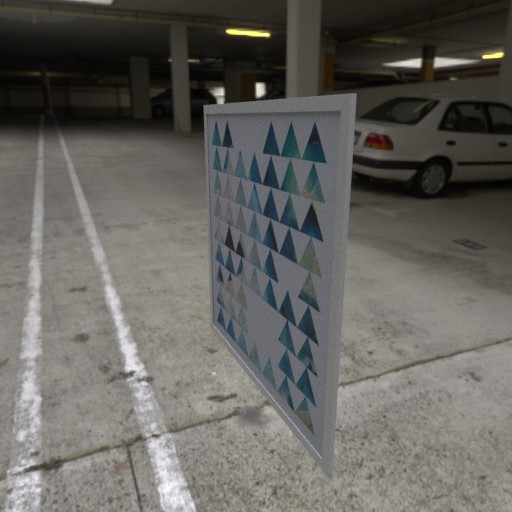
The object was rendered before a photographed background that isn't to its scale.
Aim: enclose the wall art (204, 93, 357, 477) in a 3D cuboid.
[{"bbox_3d":[0.000,0.000,0.692,0.007,0.456,0.456,-8,19,-23],"label":"wall art"}]
